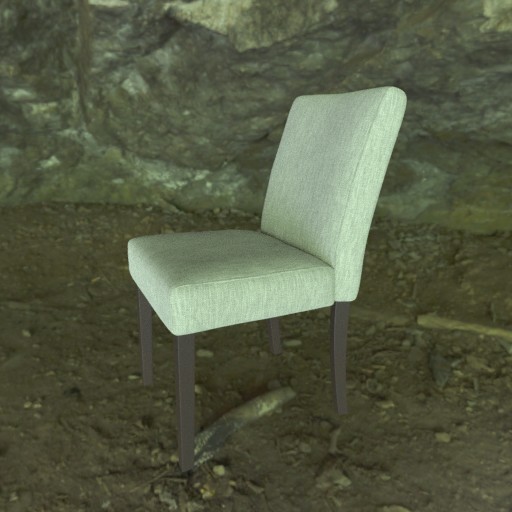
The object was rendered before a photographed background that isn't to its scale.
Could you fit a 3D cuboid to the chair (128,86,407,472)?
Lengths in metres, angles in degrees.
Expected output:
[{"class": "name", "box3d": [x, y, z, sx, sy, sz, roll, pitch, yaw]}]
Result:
[{"class": "chair", "box3d": [0.000, 0.000, 1.245, 0.629, 0.884, 0.487, -8, 18, -25]}]
